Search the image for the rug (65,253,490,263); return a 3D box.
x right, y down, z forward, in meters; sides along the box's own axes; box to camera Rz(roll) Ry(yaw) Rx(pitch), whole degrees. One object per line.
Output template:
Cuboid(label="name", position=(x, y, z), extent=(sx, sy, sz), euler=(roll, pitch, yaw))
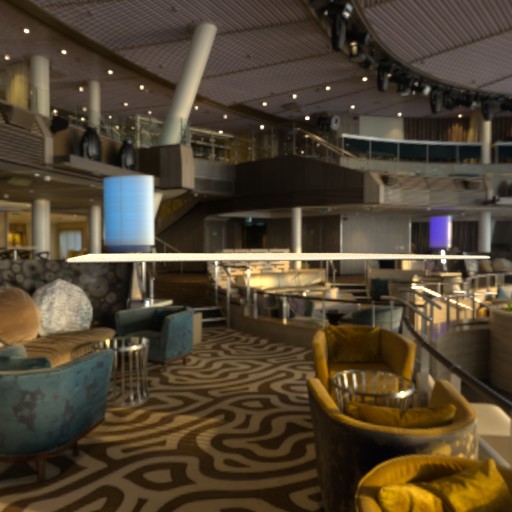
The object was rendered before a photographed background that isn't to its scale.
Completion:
Cuboid(label="rug", position=(0.000, 0.000, 4.127), extent=(3.066, 0.030, 2.462), euler=(0, 1, -18))
